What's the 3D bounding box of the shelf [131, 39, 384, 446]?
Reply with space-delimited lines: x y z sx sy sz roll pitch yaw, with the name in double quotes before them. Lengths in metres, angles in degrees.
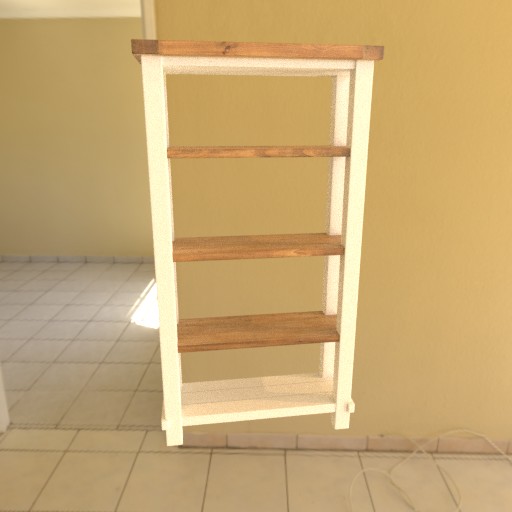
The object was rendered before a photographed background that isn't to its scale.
"shelf" 0.000 0.000 2.206 1.022 1.878 0.381 -2 16 -8
